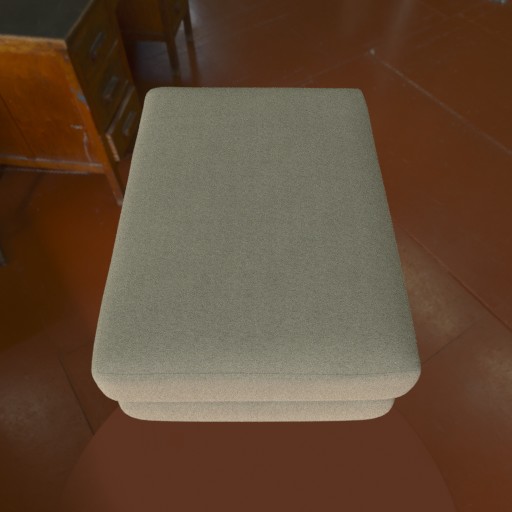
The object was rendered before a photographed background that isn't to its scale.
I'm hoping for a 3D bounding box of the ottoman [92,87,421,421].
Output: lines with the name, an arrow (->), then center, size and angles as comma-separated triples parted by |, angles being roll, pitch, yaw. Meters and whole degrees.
ottoman -> 0.000, 0.000, 1.090 | 0.569, 0.504, 0.773 | 0, 57, 0
